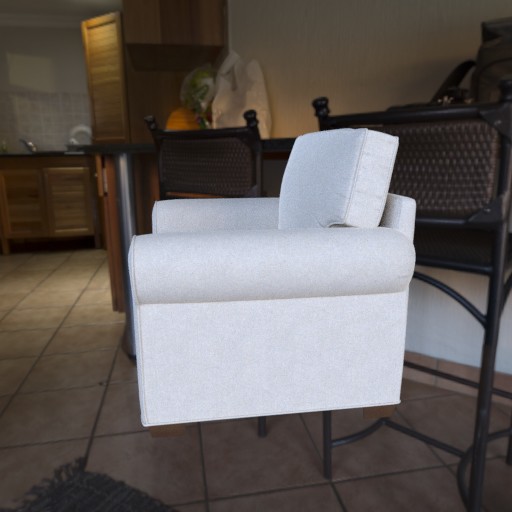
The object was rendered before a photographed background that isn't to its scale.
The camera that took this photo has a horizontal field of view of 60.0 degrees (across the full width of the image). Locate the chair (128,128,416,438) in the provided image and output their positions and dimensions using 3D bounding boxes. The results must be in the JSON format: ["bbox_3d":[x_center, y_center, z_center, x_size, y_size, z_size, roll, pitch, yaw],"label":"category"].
[{"bbox_3d":[0.000,0.000,1.754,0.863,0.955,1.040,-2,14,-8],"label":"chair"}]
